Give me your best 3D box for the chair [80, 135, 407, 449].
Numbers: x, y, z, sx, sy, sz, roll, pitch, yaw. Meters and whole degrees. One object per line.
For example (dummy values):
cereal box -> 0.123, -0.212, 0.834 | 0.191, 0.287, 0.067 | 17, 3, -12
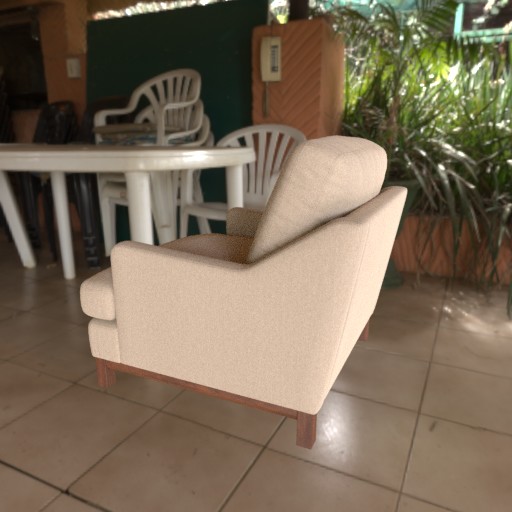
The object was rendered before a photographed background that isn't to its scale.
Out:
chair -> 0.000, 0.000, 1.745 | 1.001, 0.916, 0.912 | 7, 17, 24
